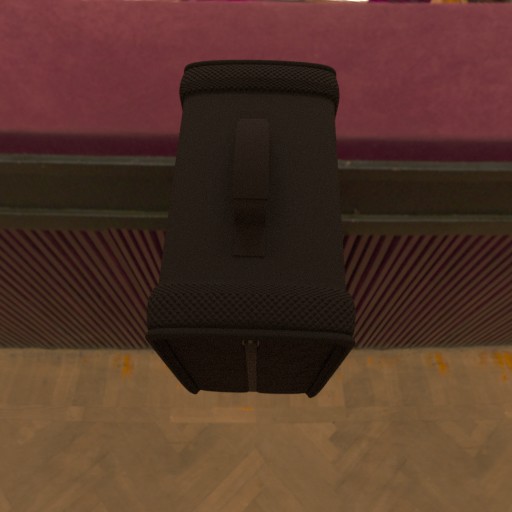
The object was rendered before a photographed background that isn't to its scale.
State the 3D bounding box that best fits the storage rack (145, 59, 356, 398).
[{"bbox_3d":[0.000,0.000,0.538,0.168,0.387,0.297,2,63,1],"label":"storage rack"}]
